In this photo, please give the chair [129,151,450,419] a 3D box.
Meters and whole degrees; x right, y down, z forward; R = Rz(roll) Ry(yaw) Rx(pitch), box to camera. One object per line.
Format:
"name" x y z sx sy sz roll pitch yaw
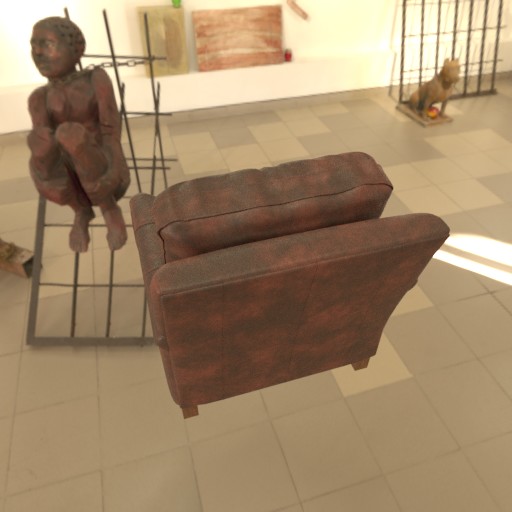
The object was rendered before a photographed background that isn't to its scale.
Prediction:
"chair" 0.000 0.000 1.935 0.987 1.051 1.156 -12 42 -13
